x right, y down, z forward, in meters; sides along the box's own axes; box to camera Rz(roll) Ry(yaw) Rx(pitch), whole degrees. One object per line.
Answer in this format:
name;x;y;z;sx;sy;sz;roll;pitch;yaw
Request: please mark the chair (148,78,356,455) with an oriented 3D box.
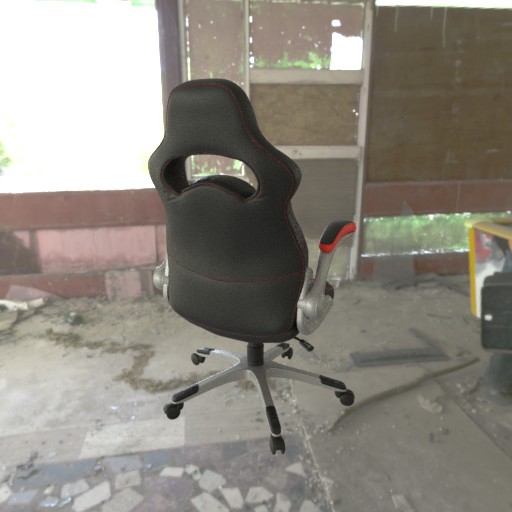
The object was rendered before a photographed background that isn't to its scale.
chair;0.000;0.000;1.638;0.758;1.165;0.712;8;18;25
